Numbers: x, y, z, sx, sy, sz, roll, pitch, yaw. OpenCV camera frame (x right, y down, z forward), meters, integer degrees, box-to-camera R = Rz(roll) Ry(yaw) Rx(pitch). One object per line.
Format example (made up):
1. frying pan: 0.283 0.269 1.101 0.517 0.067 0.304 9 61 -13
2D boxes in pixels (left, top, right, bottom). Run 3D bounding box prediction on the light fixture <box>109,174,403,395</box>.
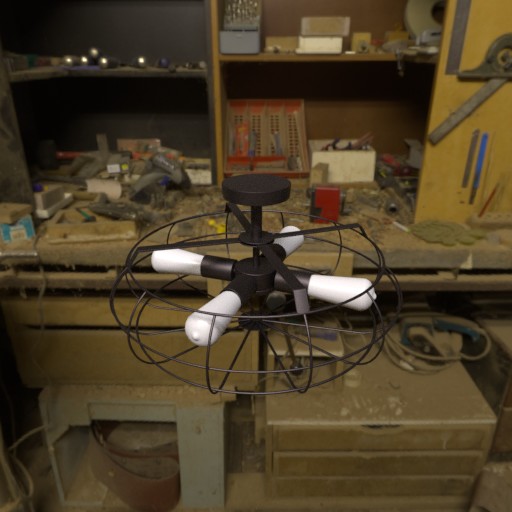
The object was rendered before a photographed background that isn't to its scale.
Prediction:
1. light fixture: 0.000 0.000 0.904 0.582 0.311 0.582 0 26 0
